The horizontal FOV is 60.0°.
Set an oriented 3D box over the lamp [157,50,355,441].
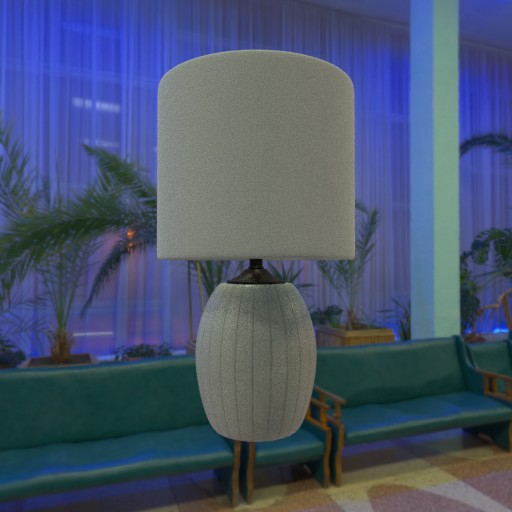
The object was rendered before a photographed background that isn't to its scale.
[{"bbox_3d":[0.000,0.000,0.752,0.328,0.570,0.328,0,-1,0],"label":"lamp"}]
